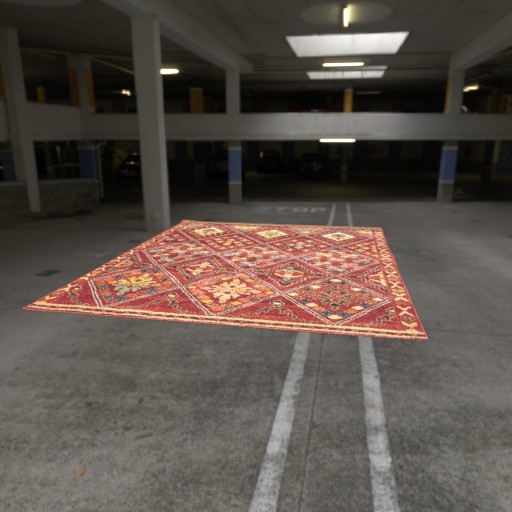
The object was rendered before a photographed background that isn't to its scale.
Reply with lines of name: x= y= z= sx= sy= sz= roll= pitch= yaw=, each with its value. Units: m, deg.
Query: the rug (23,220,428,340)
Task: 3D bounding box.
rug: x=0.000 y=0.000 z=4.085 sx=2.489 sy=0.030 sz=3.086 roll=3 pitch=15 yaw=10
